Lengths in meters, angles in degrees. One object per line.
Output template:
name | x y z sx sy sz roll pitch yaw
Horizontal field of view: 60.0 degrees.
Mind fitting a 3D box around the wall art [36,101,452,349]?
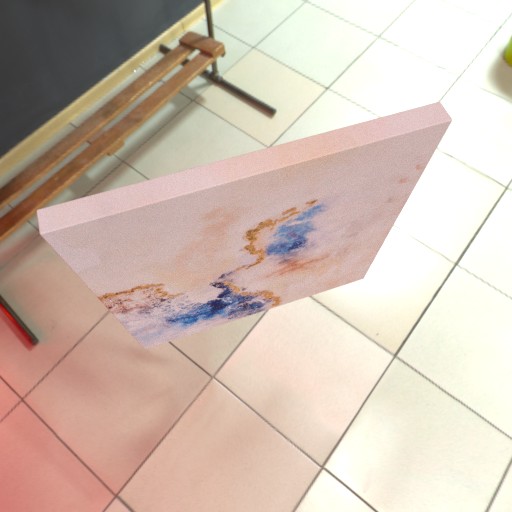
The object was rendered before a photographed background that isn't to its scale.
wall art | 0.000 0.000 1.571 1.061 1.061 0.071 -17 65 -8
